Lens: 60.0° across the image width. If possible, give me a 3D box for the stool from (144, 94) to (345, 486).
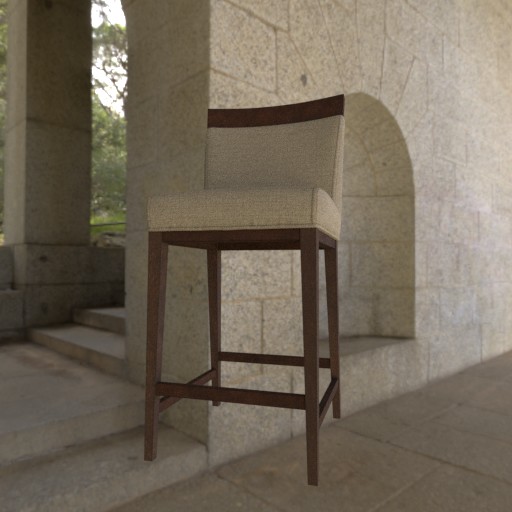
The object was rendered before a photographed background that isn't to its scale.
[{"bbox_3d":[0.000,0.000,1.391,0.511,1.117,0.531,0,-1,17],"label":"stool"}]
